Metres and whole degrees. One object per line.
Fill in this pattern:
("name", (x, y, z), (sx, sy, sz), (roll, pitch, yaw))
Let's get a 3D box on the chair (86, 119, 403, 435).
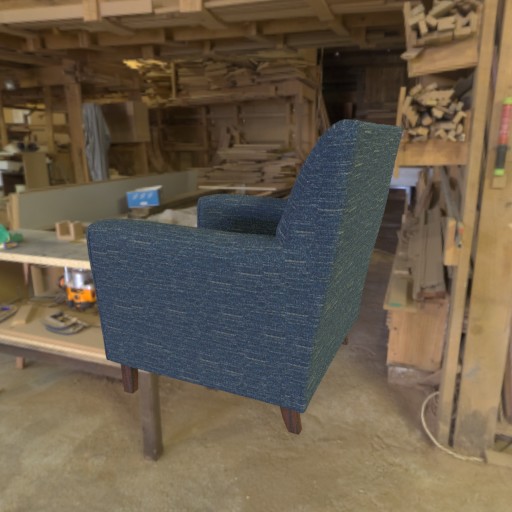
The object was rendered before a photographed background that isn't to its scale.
("chair", (0.000, 0.000, 1.633), (0.873, 0.928, 0.864), (7, 17, 23))
